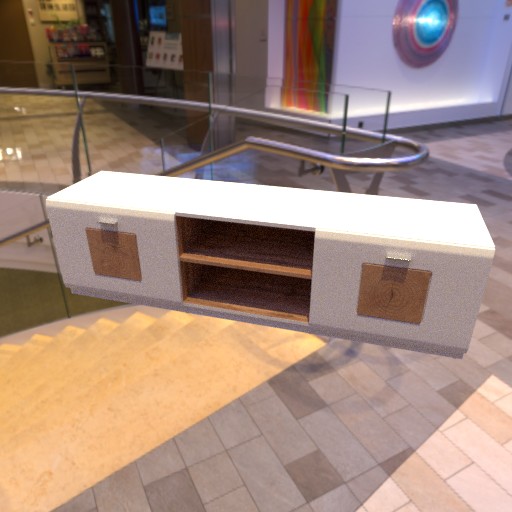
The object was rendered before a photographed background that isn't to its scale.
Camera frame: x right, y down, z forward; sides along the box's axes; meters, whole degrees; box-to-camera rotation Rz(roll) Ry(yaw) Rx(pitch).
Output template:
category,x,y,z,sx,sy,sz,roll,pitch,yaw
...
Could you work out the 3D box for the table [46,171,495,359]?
category,x,y,z,sx,sy,sz,roll,pitch,yaw
table,0.000,0.000,1.727,1.550,0.440,0.400,7,28,14
